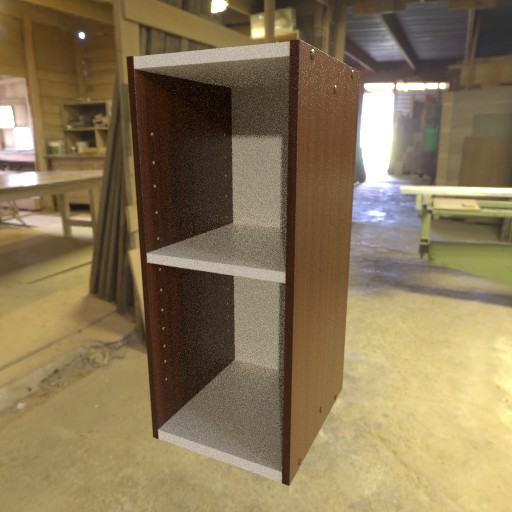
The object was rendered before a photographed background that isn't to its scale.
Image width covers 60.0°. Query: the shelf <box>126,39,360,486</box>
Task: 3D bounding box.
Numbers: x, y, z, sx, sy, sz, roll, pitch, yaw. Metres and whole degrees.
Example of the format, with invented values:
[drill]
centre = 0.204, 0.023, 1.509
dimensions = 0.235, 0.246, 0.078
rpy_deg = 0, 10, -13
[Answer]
[shelf]
centre = 0.000, 0.000, 0.751
dimensions = 0.253, 0.600, 0.290
rpy_deg = 7, 17, 25
